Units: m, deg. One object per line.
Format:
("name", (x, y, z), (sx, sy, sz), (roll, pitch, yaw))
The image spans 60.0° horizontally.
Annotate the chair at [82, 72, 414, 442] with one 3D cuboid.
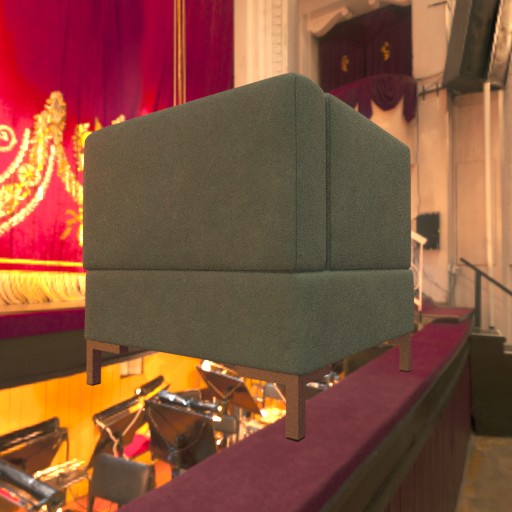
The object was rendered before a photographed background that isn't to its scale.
("chair", (0.000, 0.000, 1.218), (0.680, 0.660, 0.680), (-1, -1, 36))
